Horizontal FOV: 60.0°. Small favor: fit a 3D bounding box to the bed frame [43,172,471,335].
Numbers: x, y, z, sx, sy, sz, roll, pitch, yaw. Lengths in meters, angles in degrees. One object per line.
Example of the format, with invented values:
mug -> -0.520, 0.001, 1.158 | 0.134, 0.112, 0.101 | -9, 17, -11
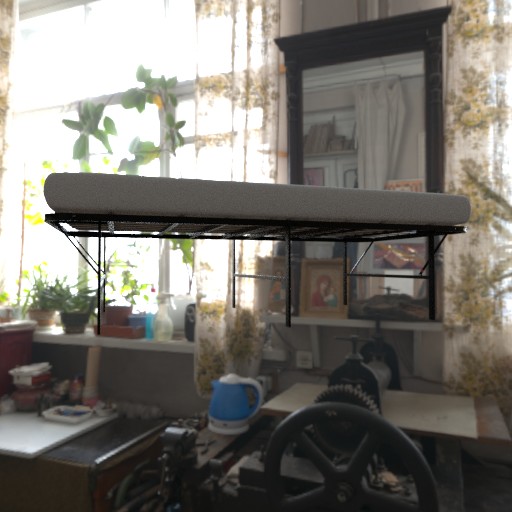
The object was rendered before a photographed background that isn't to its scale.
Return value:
bed frame -> 0.000, 0.000, 2.306 | 1.903, 0.619, 0.989 | 0, -1, -18
